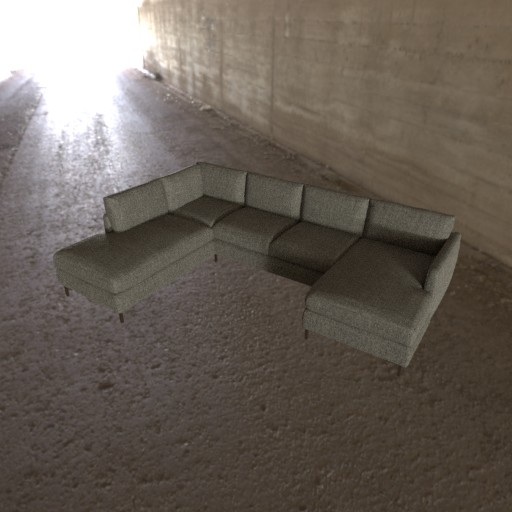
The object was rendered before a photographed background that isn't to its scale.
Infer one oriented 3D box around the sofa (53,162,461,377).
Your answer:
[{"bbox_3d":[0.000,0.000,3.573,2.737,0.756,1.879,18,33,29],"label":"sofa"}]
